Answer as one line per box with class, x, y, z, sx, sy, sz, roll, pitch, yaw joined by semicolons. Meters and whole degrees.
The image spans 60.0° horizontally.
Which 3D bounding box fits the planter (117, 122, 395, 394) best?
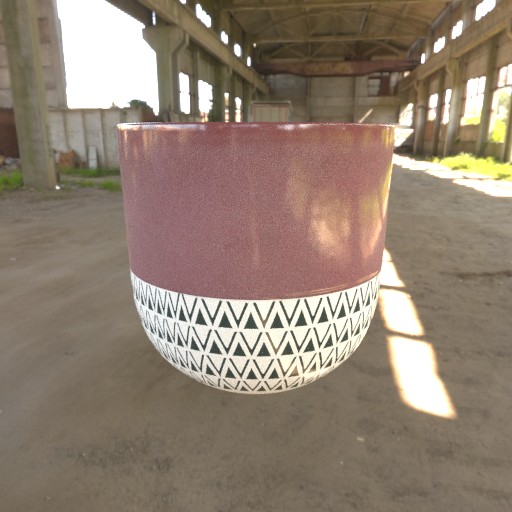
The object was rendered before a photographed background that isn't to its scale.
planter;0.000;0.000;0.477;0.266;0.270;0.266;0;15;0
